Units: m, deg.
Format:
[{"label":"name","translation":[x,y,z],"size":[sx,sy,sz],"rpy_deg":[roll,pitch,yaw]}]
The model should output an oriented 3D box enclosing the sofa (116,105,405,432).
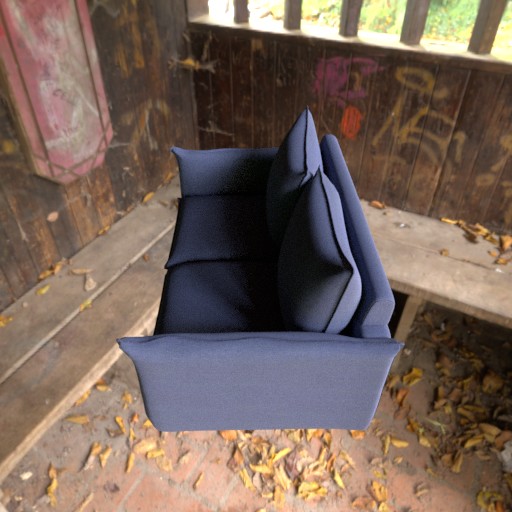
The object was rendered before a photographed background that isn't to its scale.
[{"label":"sofa","translation":[0.000,0.000,1.852],"size":[0.820,0.840,1.300],"rpy_deg":[-1,40,-1]}]
